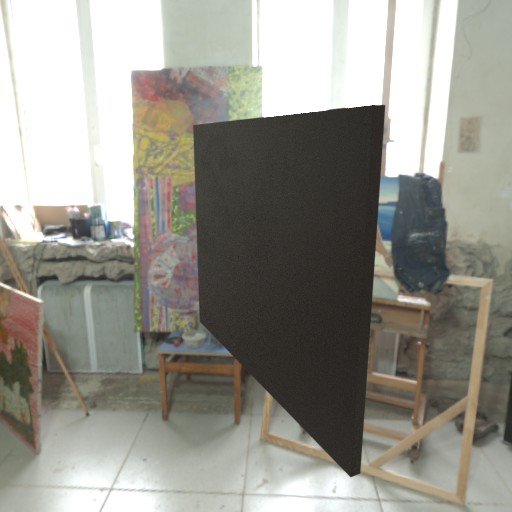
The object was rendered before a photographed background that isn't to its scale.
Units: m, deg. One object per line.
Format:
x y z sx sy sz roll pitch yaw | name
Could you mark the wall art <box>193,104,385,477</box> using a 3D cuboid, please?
0.000 0.000 1.605 0.034 0.952 1.207 -7 16 -26 | wall art
